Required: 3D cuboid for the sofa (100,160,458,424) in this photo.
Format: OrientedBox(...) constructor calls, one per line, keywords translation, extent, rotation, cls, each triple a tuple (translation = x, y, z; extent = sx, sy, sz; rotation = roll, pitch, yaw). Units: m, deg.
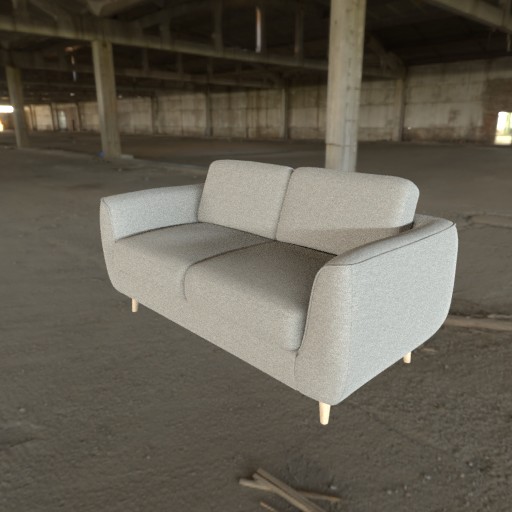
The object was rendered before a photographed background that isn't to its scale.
OrientedBox(translation=(0.000, 0.000, 2.203), extent=(0.920, 0.850, 1.700), rotation=(-16, 23, -42), cls="sofa")
